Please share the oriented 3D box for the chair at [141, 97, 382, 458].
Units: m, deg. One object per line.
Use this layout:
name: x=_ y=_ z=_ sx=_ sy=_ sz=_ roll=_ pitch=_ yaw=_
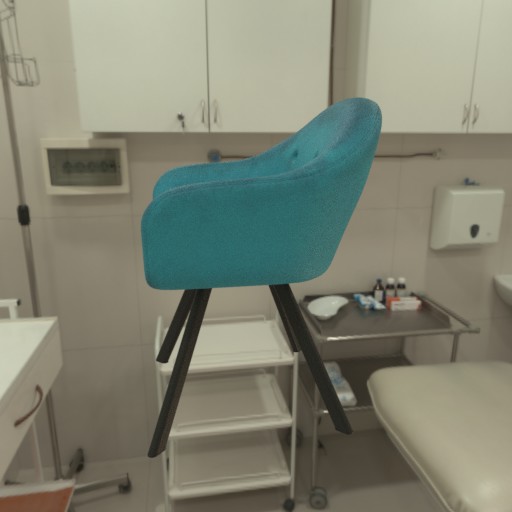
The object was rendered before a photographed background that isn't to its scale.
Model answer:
chair: x=0.000 y=0.000 z=1.147 sx=0.570 sy=0.780 sz=0.540 roll=-3 pitch=15 yaw=-10
